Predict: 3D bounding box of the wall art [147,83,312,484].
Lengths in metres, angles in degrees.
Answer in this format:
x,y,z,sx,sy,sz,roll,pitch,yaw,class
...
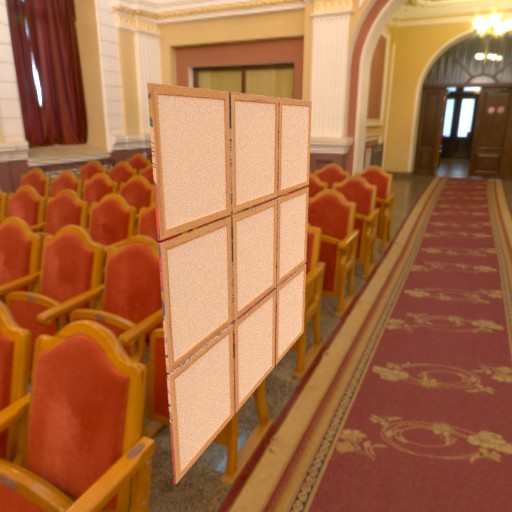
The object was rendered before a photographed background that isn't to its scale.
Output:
x,y,z,sx,sy,sz,roll,pitch,yaw,class
0.000,0.000,2.245,0.013,1.534,1.519,8,19,25,wall art
